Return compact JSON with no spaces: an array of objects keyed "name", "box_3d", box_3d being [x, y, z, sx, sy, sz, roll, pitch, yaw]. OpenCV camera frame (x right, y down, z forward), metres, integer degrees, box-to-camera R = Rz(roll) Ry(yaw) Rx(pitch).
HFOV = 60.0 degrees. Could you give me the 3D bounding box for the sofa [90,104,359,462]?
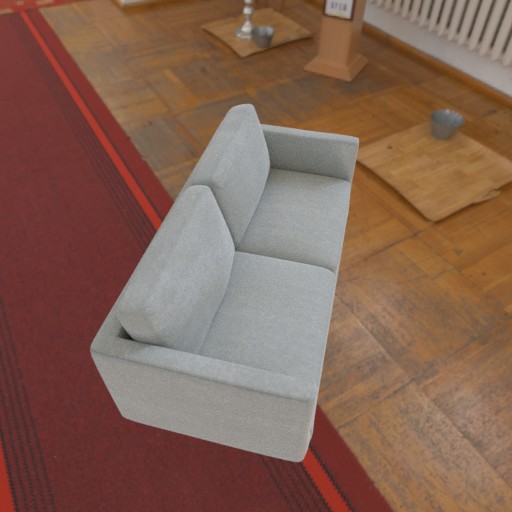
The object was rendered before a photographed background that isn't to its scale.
[{"name":"sofa","box_3d":[0.000,0.000,2.505,0.950,0.963,1.884,10,47,10]}]
